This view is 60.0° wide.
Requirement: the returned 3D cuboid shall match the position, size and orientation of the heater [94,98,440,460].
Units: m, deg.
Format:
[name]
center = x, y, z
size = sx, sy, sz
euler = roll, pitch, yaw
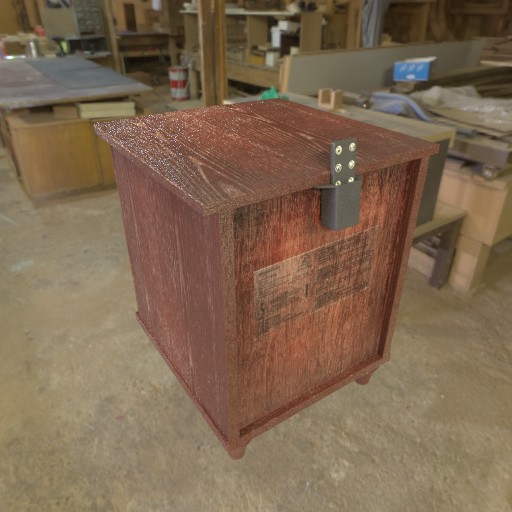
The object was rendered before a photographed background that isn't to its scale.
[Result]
[heater]
center = 0.000, 0.000, 0.748
size = 0.362, 0.481, 0.400
euler = -19, 36, -28
